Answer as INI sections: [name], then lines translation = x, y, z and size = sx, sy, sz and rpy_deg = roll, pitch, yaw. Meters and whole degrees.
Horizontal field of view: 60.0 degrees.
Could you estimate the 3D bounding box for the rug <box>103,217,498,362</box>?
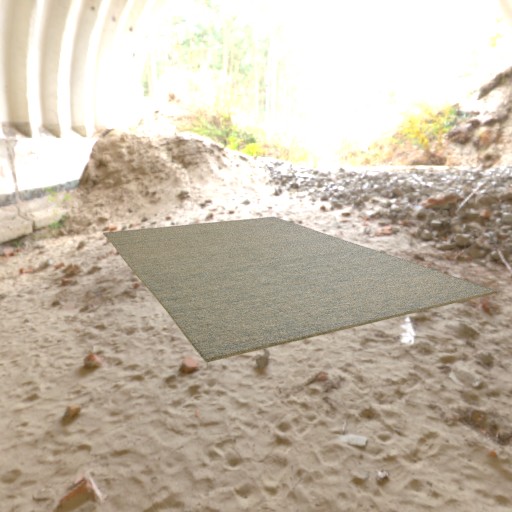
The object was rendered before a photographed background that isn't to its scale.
[rug]
translation = 0.000, 0.000, 2.844
size = 1.547, 0.013, 2.283
rpy_deg = -8, 17, -26
